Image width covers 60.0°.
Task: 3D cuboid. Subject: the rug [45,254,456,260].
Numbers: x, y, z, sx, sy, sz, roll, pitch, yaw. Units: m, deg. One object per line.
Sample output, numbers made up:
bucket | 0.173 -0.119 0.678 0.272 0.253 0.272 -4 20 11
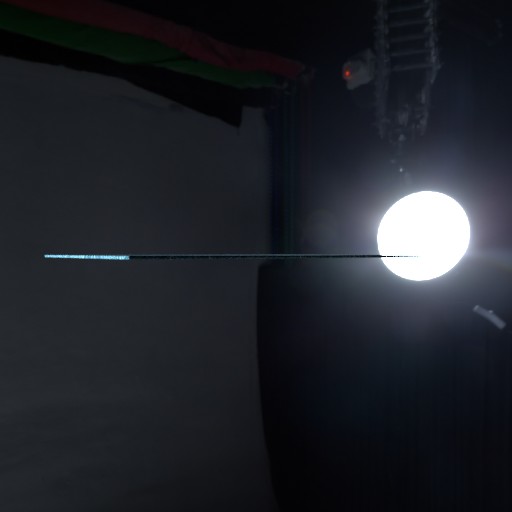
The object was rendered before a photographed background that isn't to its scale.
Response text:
rug | 0.000 0.000 2.922 2.277 0.015 1.490 0 0 -36
